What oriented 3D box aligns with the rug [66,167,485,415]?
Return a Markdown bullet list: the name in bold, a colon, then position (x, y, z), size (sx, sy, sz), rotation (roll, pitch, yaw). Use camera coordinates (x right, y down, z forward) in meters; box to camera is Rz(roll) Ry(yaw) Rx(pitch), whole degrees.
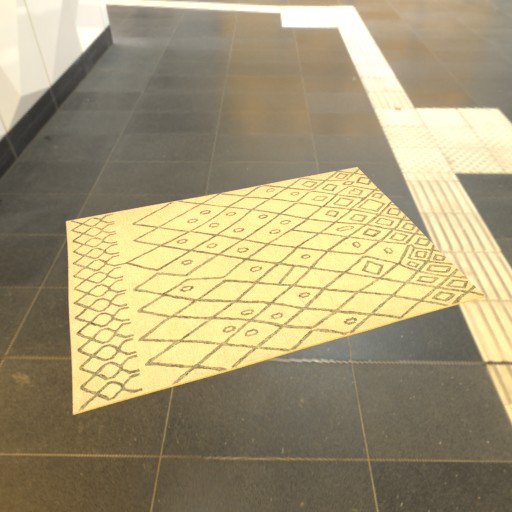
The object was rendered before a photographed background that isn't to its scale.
- **rug**: position (0.000, 0.000, 2.263), size (1.828, 0.015, 1.222), rotation (-13, 43, -14)
